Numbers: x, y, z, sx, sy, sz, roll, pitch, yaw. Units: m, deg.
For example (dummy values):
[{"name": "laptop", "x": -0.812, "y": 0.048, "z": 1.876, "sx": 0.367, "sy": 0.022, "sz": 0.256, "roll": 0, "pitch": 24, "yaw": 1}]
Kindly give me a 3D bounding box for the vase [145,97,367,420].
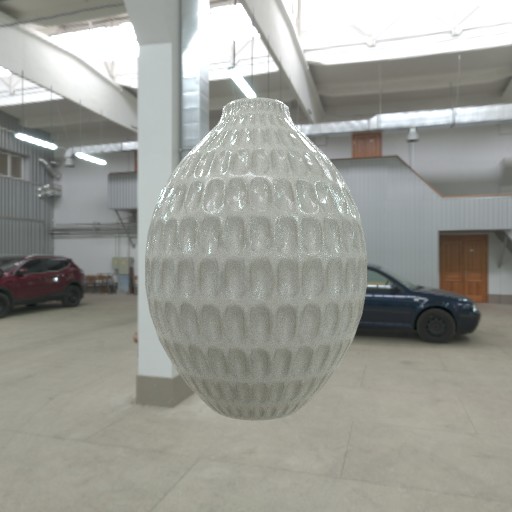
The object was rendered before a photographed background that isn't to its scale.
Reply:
[{"name": "vase", "x": 0.000, "y": 0.000, "z": 0.333, "sx": 0.162, "sy": 0.223, "sz": 0.162, "roll": 0, "pitch": 0, "yaw": 0}]
